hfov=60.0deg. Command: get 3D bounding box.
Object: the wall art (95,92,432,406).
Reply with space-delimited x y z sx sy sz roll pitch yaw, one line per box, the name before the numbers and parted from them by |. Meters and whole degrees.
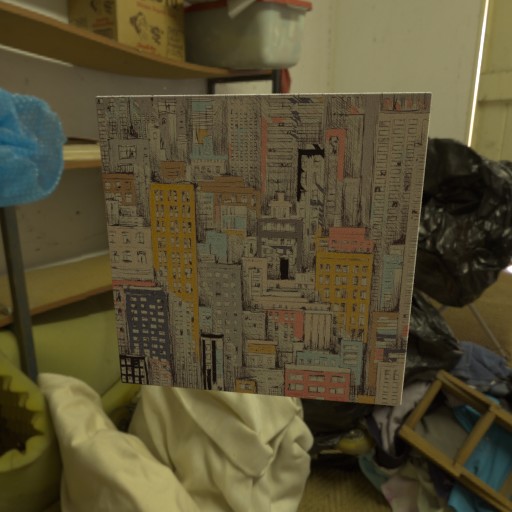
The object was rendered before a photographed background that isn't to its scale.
wall art | 0.000 0.000 0.888 0.607 0.608 0.038 2 16 8
